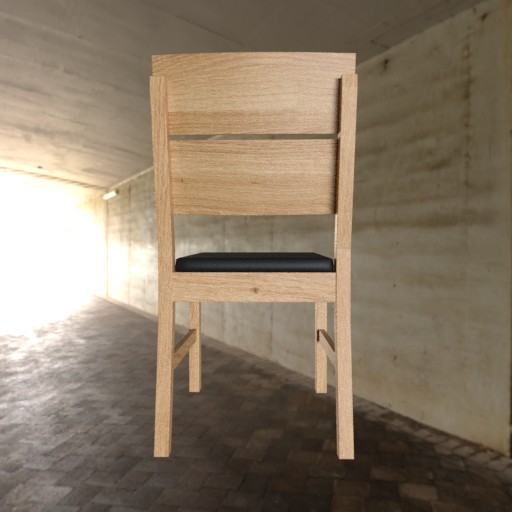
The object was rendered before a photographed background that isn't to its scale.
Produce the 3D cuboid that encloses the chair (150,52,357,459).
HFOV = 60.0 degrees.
[{"bbox_3d":[0.000,0.000,1.297,0.475,0.950,0.569,0,1,1],"label":"chair"}]
